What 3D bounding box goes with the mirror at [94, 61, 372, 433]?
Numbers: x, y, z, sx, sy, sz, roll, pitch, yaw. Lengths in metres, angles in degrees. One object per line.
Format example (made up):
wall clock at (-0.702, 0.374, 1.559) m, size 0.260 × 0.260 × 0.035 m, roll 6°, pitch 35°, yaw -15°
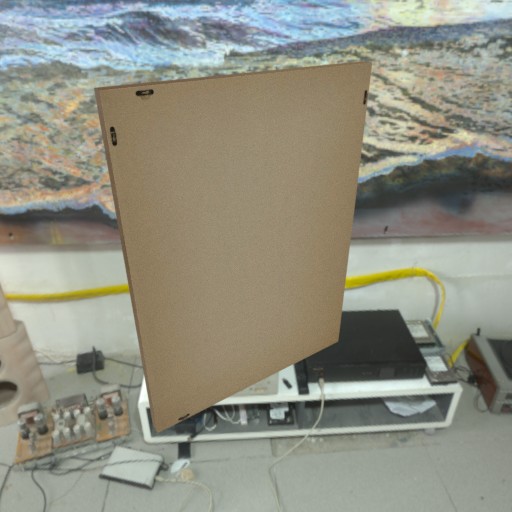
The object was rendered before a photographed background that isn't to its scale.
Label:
mirror at (0.000, 0.000, 1.320) m, size 0.762 × 1.016 × 0.040 m, roll -19°, pitch 35°, yaw -29°
